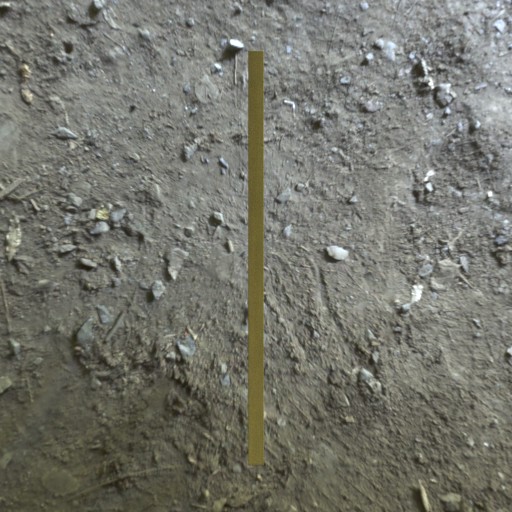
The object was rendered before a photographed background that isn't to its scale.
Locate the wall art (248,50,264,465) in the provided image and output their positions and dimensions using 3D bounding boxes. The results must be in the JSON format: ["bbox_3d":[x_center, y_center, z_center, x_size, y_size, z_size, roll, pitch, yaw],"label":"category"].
[{"bbox_3d":[0.000,0.000,1.354,0.030,1.002,0.798,0,91,0],"label":"wall art"}]
